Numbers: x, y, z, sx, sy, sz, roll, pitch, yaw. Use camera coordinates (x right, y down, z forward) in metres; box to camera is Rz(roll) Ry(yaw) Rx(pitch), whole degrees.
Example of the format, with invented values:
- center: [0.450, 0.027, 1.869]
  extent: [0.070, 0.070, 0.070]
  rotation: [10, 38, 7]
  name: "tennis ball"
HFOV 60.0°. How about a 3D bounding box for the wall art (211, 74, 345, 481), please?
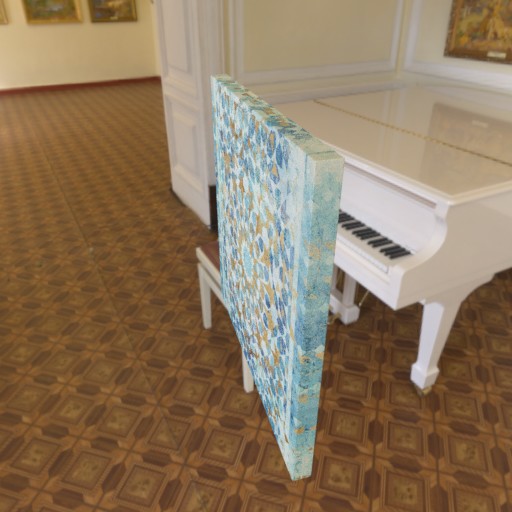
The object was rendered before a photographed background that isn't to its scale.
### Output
- center: [0.000, 0.000, 0.912]
  extent: [0.040, 0.609, 0.609]
  rotation: [-8, 32, -14]
  name: "wall art"
